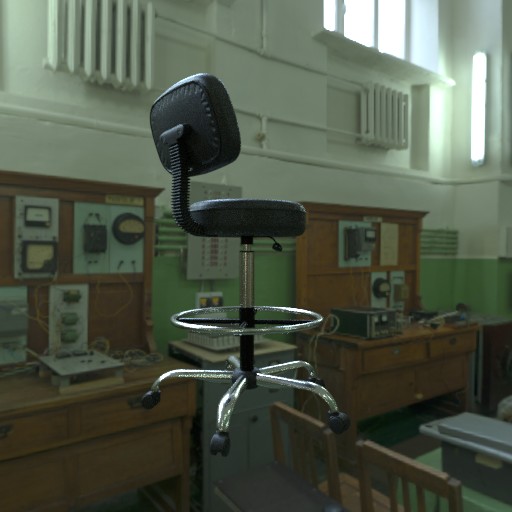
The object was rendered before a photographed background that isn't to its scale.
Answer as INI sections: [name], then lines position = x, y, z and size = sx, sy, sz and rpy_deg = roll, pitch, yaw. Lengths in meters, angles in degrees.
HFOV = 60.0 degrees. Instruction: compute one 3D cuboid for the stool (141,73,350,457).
[stool]
position = 0.000, 0.000, 1.549
size = 0.658, 1.069, 0.694
rpy_deg = 0, 1, -37
